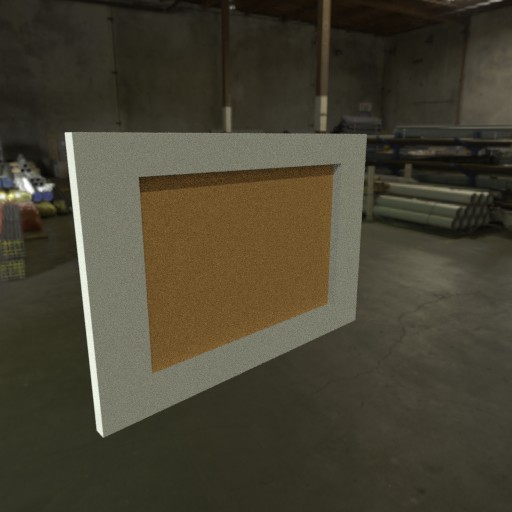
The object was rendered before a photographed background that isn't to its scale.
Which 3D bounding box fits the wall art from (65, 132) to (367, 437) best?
[{"bbox_3d":[0.000,0.000,1.159,0.906,0.617,0.033,-14,20,-41],"label":"wall art"}]
